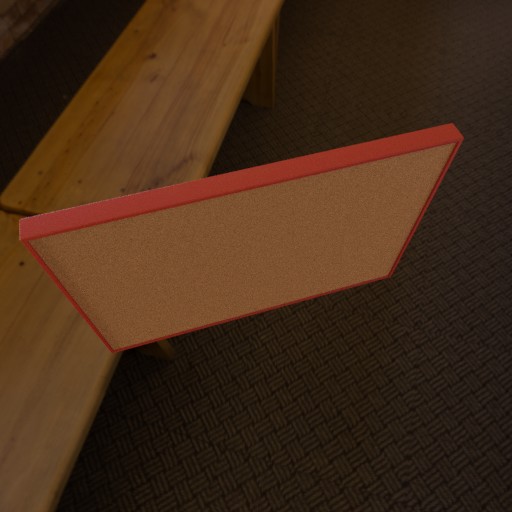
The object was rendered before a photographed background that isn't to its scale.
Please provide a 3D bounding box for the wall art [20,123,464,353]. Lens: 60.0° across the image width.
[{"bbox_3d":[0.000,0.000,0.762,0.607,0.405,0.033,-14,59,-9],"label":"wall art"}]
